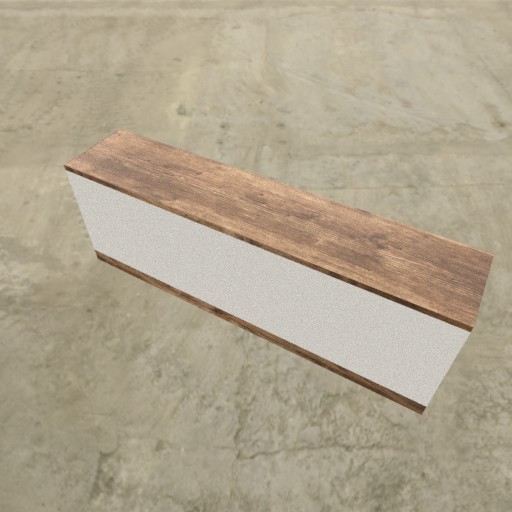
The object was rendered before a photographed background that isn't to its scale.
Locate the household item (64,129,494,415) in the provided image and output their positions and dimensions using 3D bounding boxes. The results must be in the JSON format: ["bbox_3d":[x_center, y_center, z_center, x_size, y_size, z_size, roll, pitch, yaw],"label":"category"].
[{"bbox_3d":[0.000,0.000,2.043,1.800,0.615,0.390,22,49,20],"label":"household item"}]
